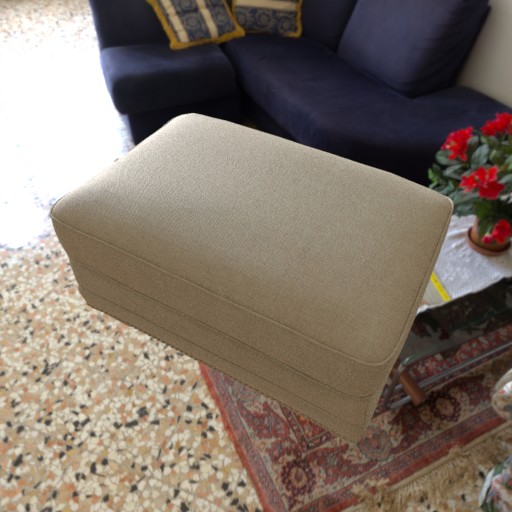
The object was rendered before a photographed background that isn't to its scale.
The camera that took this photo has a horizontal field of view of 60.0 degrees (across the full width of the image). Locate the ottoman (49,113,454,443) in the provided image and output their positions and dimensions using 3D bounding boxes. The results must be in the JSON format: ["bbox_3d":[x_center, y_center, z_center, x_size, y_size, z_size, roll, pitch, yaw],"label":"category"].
[{"bbox_3d":[0.000,0.000,1.137,0.813,0.458,0.559,22,49,20],"label":"ottoman"}]
